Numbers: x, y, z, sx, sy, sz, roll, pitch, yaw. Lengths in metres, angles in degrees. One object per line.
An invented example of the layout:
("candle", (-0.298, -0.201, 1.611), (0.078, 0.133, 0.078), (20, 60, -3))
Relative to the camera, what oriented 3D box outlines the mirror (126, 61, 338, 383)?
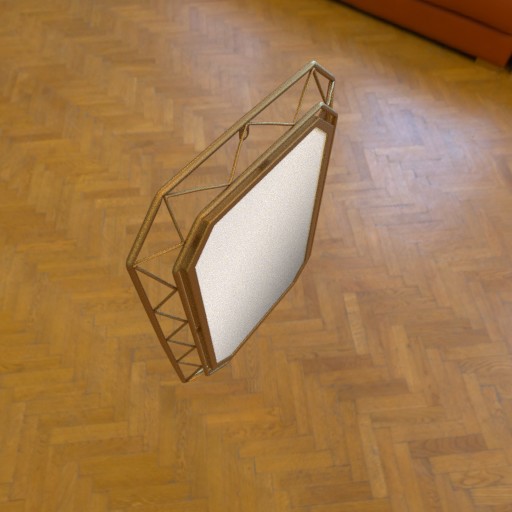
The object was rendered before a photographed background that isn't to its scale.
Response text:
("mirror", (0.000, 0.000, 0.740), (0.042, 0.566, 0.417), (34, 64, 19))
